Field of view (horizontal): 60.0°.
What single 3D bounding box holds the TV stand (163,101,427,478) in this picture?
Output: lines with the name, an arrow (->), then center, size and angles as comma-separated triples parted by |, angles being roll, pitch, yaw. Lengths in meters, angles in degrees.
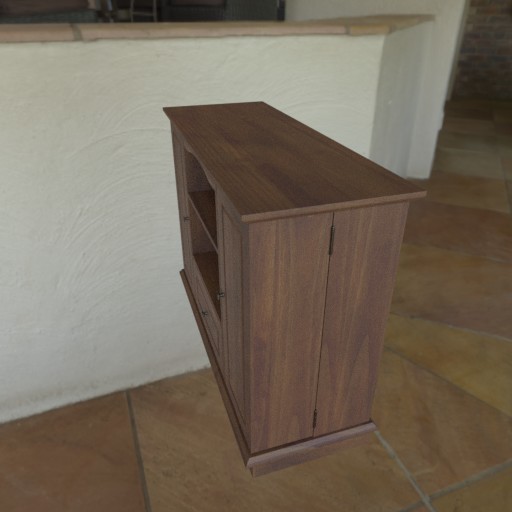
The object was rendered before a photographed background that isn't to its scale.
TV stand -> 0.000, 0.000, 1.517 | 0.406, 0.813, 1.067 | -9, 31, -16
